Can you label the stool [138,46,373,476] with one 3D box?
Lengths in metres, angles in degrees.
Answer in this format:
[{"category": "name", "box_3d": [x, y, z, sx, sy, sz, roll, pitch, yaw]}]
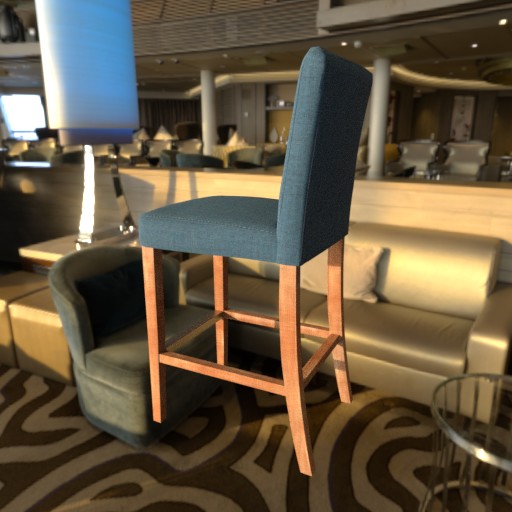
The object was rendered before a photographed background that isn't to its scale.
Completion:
[{"category": "stool", "box_3d": [0.000, 0.000, 1.366, 0.574, 1.088, 0.454, 8, 18, 26]}]
